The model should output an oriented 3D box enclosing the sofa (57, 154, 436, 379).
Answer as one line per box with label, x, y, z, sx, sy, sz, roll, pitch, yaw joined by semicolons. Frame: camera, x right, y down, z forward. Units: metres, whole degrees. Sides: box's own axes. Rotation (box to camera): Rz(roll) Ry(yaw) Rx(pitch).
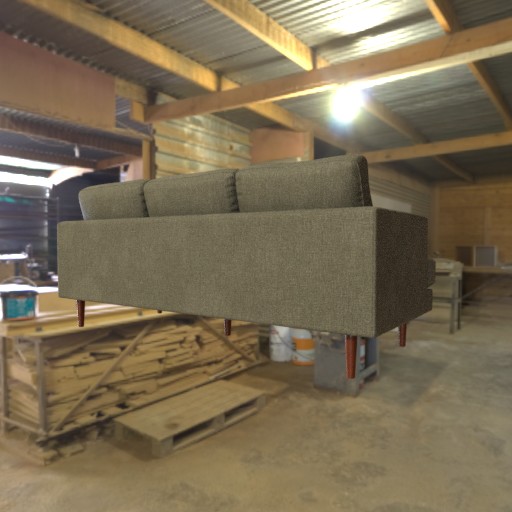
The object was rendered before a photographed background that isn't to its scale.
sofa;0.000;0.000;2.949;2.233;0.956;1.504;1;2;35
